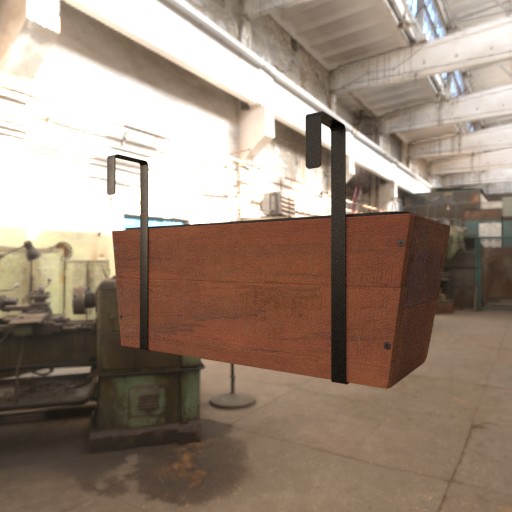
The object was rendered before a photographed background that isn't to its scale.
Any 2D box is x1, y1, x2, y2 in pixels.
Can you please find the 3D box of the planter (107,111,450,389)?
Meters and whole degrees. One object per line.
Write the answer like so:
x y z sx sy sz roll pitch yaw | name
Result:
0.000 0.000 0.646 0.480 0.289 0.262 0 -1 35 | planter
